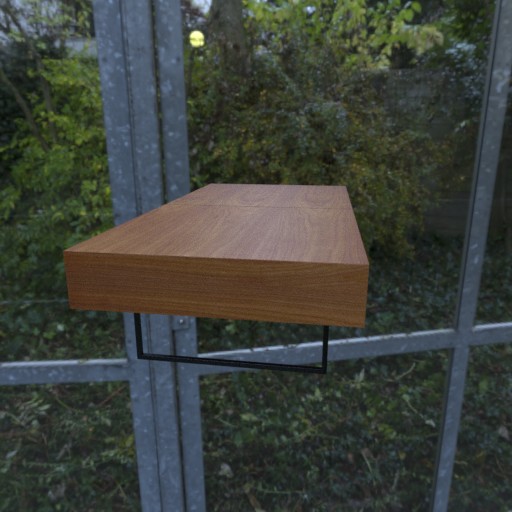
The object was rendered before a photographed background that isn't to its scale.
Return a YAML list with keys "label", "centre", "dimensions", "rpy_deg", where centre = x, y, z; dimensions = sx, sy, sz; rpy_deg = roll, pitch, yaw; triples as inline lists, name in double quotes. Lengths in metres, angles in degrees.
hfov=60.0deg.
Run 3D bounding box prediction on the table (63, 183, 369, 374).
- label: "table"
  centre: [0.000, 0.000, 1.471]
  dimensions: [0.610, 0.330, 1.194]
  rpy_deg: [2, 16, 9]
